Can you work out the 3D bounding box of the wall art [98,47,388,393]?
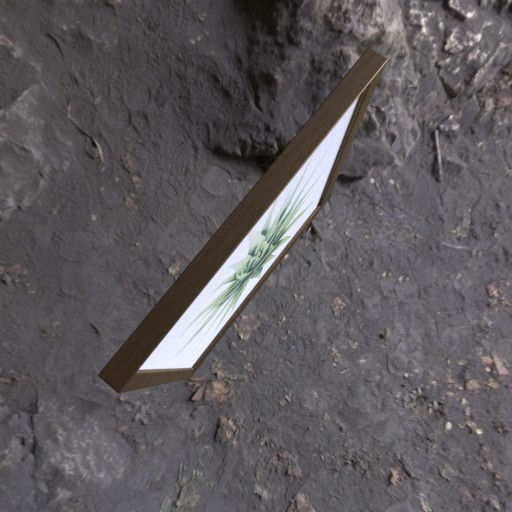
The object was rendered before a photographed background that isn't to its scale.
[{"bbox_3d":[0.000,0.000,0.752,0.030,0.506,0.503,37,79,8],"label":"wall art"}]
